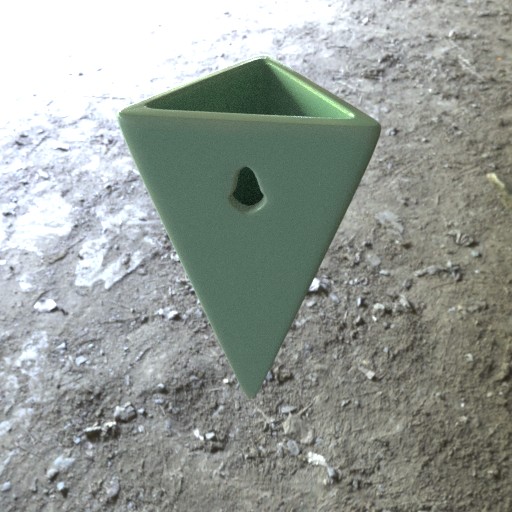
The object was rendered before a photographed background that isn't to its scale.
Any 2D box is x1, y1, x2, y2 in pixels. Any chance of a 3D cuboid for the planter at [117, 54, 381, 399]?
[{"bbox_3d":[0.000,0.000,0.216,0.080,0.178,0.064,4,46,4],"label":"planter"}]
